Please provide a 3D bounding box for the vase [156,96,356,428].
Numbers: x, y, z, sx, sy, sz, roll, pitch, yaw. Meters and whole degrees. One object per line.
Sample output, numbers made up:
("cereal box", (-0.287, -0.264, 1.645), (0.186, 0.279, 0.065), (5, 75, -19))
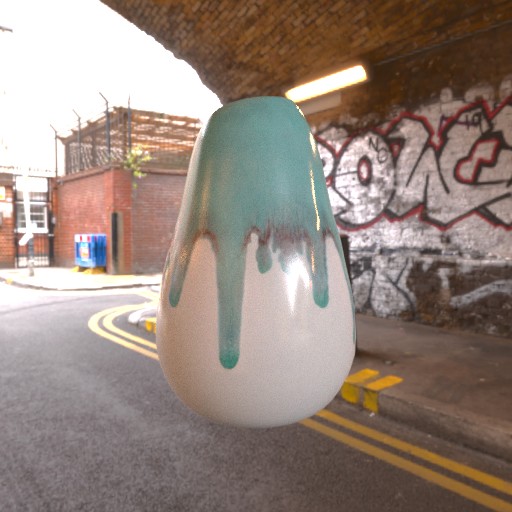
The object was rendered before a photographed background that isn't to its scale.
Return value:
("vase", (0.000, 0.000, 0.261), (0.116, 0.179, 0.116), (0, 3, 0))
